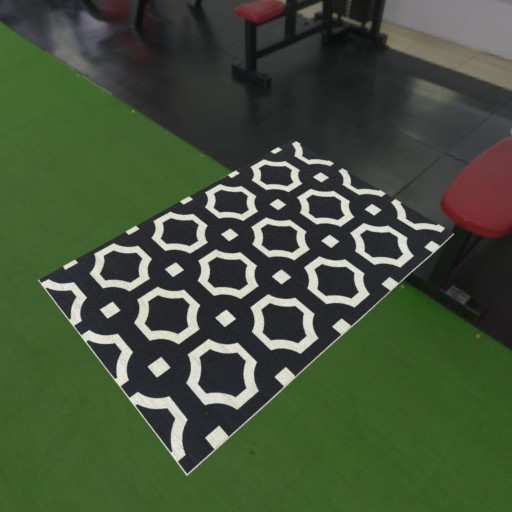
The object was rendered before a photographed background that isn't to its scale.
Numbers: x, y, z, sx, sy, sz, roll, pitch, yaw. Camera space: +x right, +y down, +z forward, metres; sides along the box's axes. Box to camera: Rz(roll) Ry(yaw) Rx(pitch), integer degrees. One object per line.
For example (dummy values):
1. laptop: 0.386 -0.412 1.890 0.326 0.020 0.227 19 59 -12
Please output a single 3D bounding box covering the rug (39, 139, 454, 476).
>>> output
1. rug: 0.000 0.000 2.918 2.286 0.016 1.555 -35 57 -27
